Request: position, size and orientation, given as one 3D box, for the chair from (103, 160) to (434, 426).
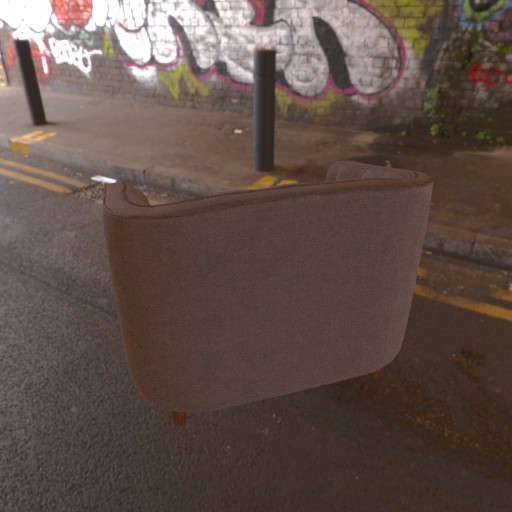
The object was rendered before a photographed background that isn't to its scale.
[{"bbox_3d":[0.000,0.000,1.775,1.104,0.852,0.941,-8,29,-15],"label":"chair"}]
